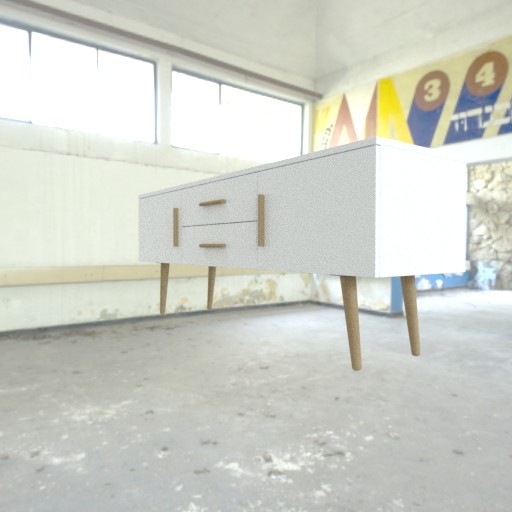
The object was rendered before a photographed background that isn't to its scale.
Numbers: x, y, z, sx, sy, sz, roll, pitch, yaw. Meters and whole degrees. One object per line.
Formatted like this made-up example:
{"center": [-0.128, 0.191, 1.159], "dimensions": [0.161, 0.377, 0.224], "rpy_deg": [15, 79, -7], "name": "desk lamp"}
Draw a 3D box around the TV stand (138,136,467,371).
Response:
{"center": [0.000, 0.000, 1.659], "dimensions": [0.401, 0.560, 1.398], "rpy_deg": [-1, 1, -36], "name": "TV stand"}
